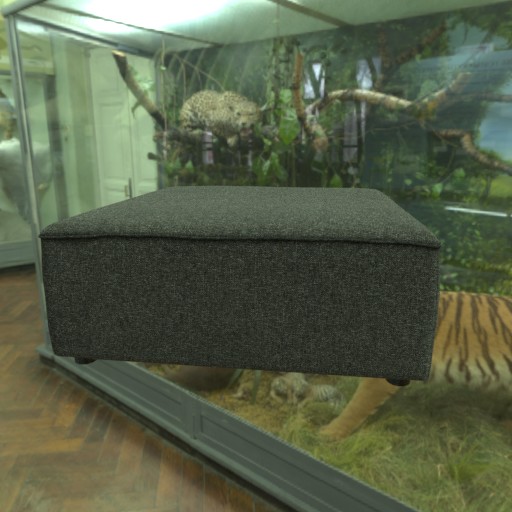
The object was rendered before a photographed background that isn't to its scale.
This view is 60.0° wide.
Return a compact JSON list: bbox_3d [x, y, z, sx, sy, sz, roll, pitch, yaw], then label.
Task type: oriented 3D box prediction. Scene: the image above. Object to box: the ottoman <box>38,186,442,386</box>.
[{"bbox_3d":[0.000,0.000,1.578,1.017,0.423,1.021,2,15,8],"label":"ottoman"}]
